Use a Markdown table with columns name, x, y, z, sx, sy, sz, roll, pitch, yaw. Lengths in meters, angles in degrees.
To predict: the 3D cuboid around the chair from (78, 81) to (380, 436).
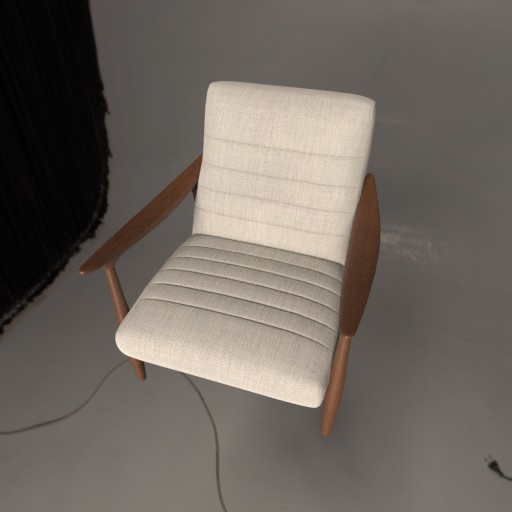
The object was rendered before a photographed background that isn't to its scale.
| name | x | y | z | sx | sy | sz | roll | pitch | yaw |
| --- | --- | --- | --- | --- | --- | --- | --- | --- | --- |
| chair | 0.000 | 0.000 | 1.432 | 0.741 | 0.832 | 0.798 | 12 | 43 | 13 |
